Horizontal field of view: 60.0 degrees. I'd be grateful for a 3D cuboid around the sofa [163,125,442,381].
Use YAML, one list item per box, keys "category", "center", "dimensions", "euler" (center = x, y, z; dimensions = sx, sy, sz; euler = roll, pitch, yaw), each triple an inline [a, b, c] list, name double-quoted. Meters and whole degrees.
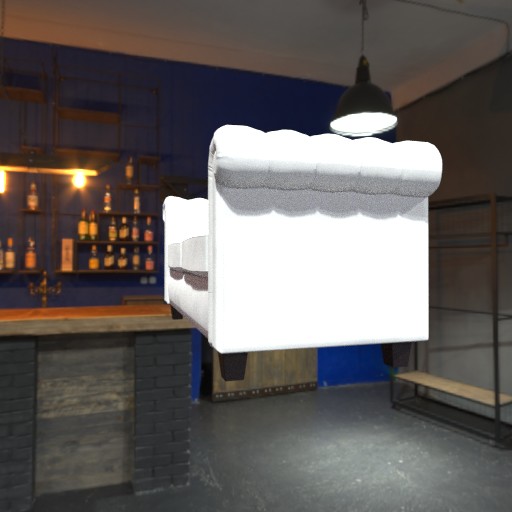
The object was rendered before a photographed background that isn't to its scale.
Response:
- category: "sofa"
  center: [0.000, 0.000, 2.217]
  dimensions: [0.771, 0.796, 1.798]
  euler: [0, 0, -17]
